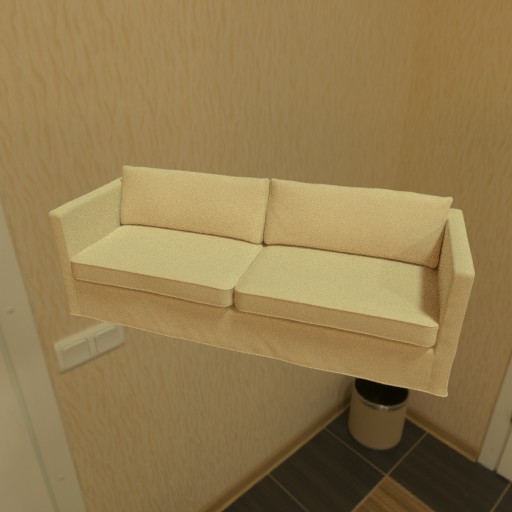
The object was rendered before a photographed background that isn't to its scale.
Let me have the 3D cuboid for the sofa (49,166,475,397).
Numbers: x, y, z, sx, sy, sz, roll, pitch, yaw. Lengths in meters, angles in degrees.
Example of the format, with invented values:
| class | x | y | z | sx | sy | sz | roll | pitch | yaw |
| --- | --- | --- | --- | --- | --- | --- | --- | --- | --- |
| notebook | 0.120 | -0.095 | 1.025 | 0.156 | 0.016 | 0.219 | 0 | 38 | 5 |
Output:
| class | x | y | z | sx | sy | sz | roll | pitch | yaw |
| --- | --- | --- | --- | --- | --- | --- | --- | --- | --- |
| sofa | 0.000 | 0.000 | 3.252 | 2.779 | 0.999 | 1.036 | 9 | 28 | 17 |
